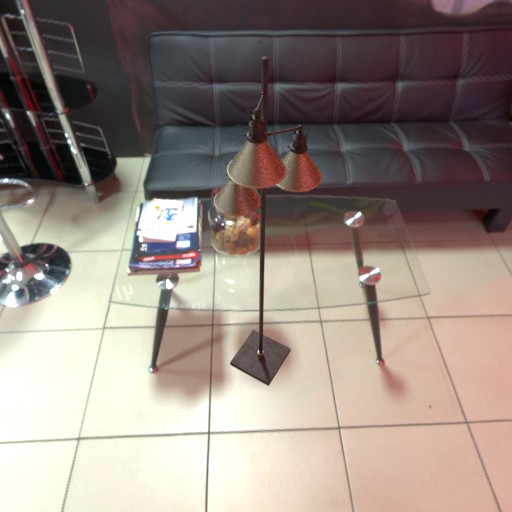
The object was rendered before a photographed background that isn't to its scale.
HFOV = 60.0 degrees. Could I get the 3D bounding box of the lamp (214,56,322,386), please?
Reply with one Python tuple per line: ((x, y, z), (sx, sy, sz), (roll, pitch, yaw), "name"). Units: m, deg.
((0.000, 0.000, 1.938), (0.415, 1.716, 0.428), (23, 51, 20), "lamp")
